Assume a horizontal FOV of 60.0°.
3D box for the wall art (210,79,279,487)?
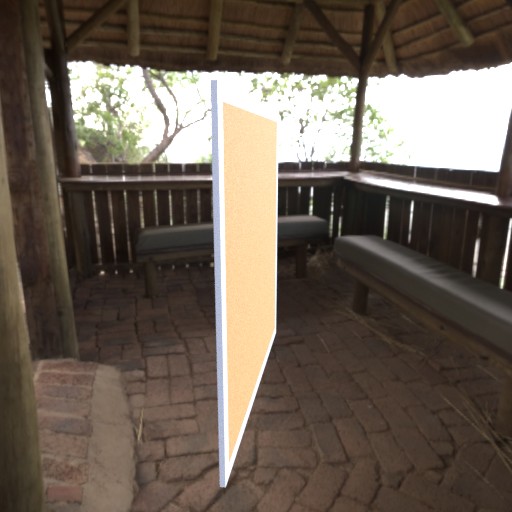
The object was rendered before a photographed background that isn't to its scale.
[{"bbox_3d":[0.000,0.000,0.846,0.009,0.559,0.558,2,14,10],"label":"wall art"}]
